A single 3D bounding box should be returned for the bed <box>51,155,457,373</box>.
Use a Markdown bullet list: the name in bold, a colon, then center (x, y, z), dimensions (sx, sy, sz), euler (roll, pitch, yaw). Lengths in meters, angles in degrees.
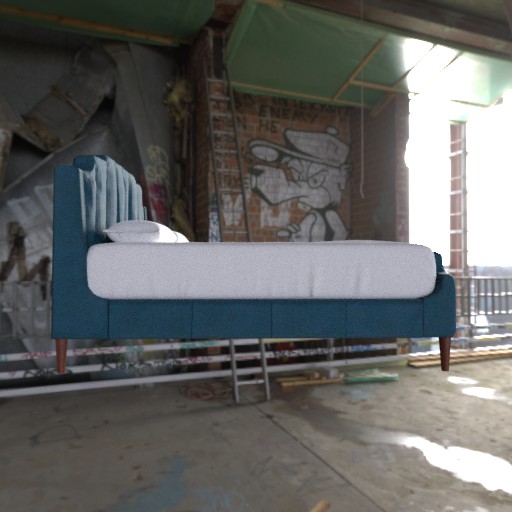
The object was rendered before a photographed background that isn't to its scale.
- **bed**: center (0.000, 0.000, 3.325), dimensions (2.322, 1.351, 1.676), euler (0, -1, -1)
